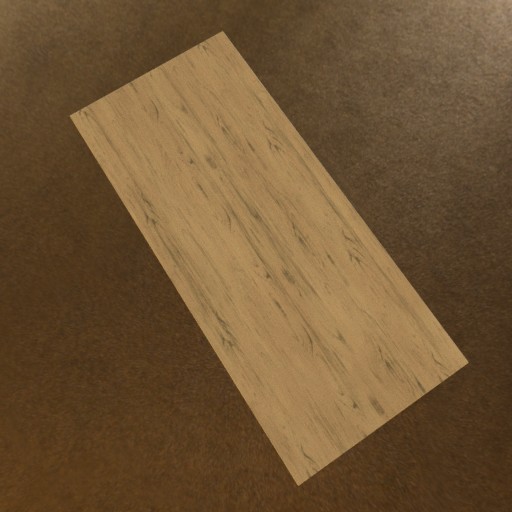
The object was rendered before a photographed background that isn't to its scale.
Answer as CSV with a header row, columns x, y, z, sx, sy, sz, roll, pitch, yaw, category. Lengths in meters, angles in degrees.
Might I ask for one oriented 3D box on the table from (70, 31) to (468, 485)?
x,y,z,sx,sy,sz,roll,pitch,yaw,category
0.000,0.000,2.264,0.795,0.899,1.778,-32,79,-7,table
